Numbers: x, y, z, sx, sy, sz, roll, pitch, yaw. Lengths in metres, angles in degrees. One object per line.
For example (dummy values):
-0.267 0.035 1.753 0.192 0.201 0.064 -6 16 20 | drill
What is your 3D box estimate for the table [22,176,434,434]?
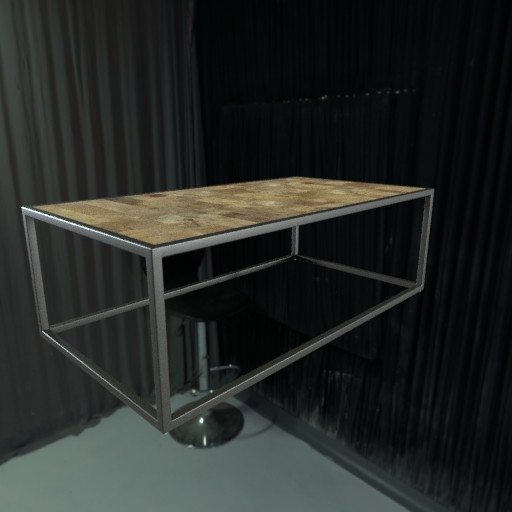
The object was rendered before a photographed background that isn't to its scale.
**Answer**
0.000 0.000 1.477 0.649 0.398 1.199 15 22 42 | table
